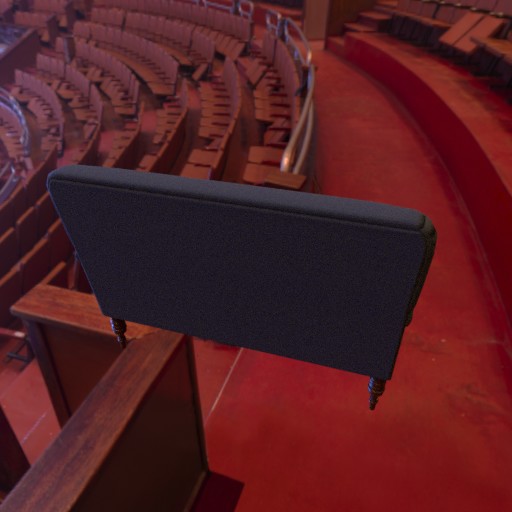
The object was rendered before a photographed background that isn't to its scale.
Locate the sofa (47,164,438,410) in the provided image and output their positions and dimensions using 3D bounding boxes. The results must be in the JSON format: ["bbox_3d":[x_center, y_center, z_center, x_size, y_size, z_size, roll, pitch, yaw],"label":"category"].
[{"bbox_3d":[0.000,0.000,1.782,1.297,0.889,0.779,10,34,15],"label":"sofa"}]
